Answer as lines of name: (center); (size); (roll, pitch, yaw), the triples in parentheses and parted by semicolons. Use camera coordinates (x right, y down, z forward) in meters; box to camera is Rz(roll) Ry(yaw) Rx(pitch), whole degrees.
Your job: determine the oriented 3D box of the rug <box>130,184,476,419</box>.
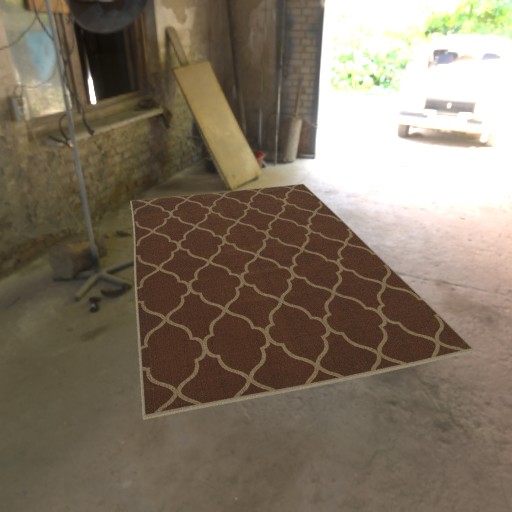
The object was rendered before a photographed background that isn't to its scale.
rug: (0.000, 0.000, 2.854); (1.528, 0.014, 2.294); (-8, 31, -13)
